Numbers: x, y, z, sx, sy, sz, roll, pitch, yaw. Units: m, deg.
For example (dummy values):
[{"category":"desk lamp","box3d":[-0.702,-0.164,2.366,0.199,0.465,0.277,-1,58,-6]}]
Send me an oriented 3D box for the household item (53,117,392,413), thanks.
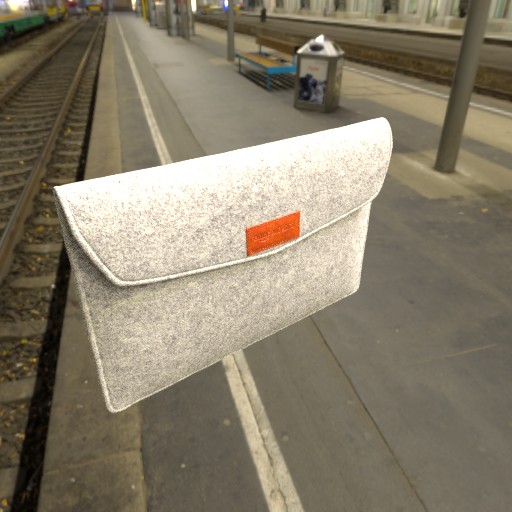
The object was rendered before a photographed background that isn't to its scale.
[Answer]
[{"category":"household item","box3d":[0.000,0.000,0.434,0.335,0.221,0.057,-21,36,-32]}]
